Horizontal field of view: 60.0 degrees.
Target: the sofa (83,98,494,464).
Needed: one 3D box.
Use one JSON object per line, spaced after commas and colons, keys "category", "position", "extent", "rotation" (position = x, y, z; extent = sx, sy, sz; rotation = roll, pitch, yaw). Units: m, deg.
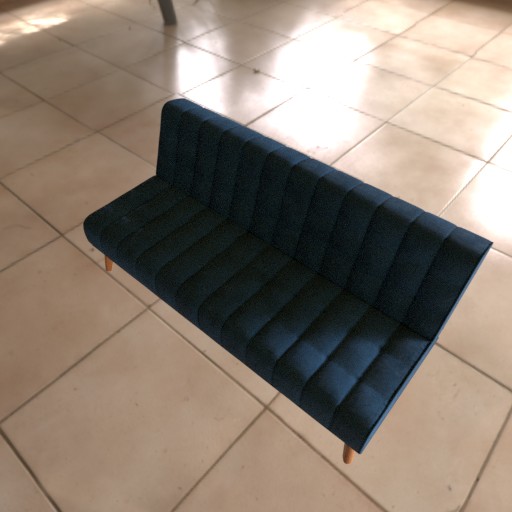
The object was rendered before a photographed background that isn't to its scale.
{"category": "sofa", "position": [0.000, 0.000, 2.235], "extent": [1.804, 0.813, 0.855], "rotation": [32, 55, 26]}
